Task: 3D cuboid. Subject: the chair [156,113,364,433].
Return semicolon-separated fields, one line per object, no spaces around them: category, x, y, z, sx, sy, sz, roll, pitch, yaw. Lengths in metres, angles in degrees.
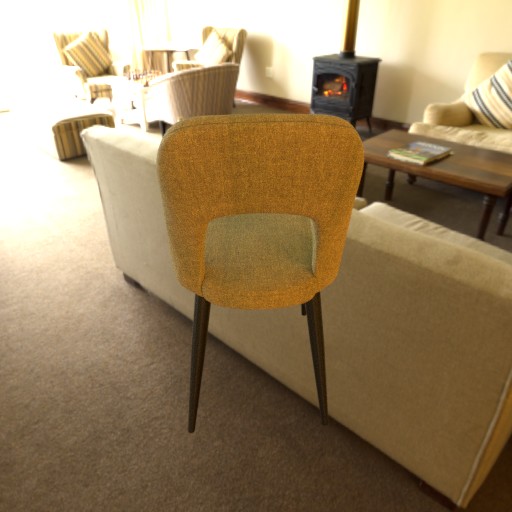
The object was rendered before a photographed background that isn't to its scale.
chair;0.000;0.000;1.277;0.470;0.931;0.612;-1;31;-2
